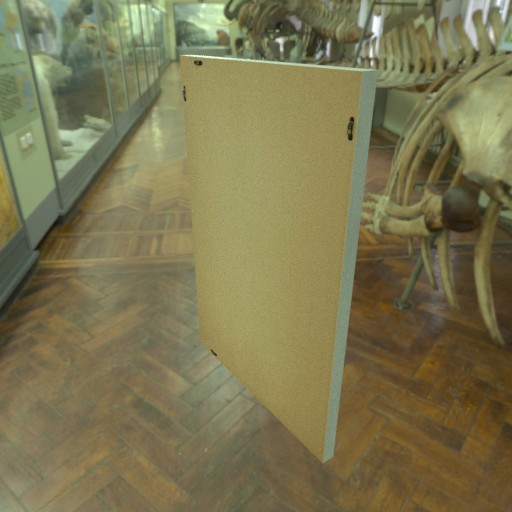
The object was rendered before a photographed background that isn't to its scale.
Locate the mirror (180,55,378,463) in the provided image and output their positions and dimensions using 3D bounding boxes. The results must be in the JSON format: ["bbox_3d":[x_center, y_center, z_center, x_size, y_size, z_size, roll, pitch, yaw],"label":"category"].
[{"bbox_3d":[0.000,0.000,1.134,0.041,0.915,0.609,-19,32,-32],"label":"mirror"}]
